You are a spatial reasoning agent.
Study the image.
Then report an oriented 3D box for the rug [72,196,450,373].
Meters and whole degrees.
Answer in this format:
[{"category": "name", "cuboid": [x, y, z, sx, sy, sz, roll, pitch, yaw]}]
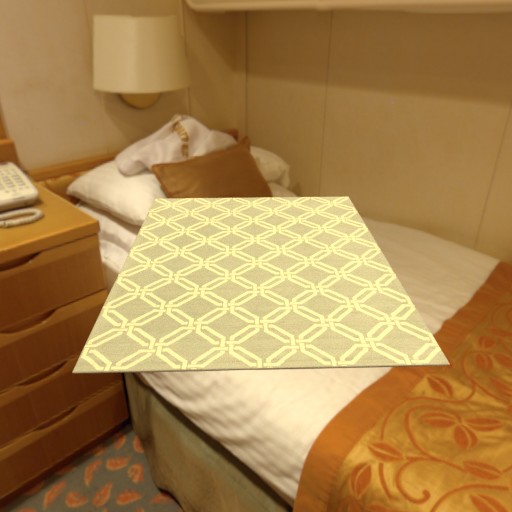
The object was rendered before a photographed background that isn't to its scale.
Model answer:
[{"category": "rug", "cuboid": [0.000, 0.000, 3.949, 2.288, 0.018, 2.895, -1, 28, -2]}]
